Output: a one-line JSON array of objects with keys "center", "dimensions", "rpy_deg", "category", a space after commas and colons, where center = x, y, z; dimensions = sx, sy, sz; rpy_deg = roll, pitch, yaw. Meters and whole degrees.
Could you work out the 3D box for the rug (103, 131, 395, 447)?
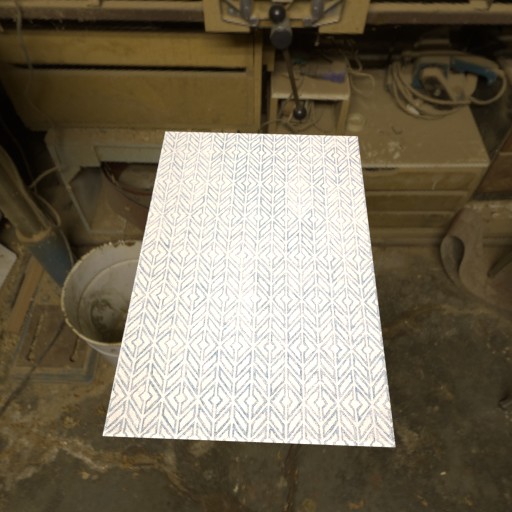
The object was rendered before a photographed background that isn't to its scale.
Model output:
[{"center": [0.000, 0.000, 2.330], "dimensions": [1.220, 0.008, 1.824], "rpy_deg": [2, 58, 1], "category": "rug"}]
